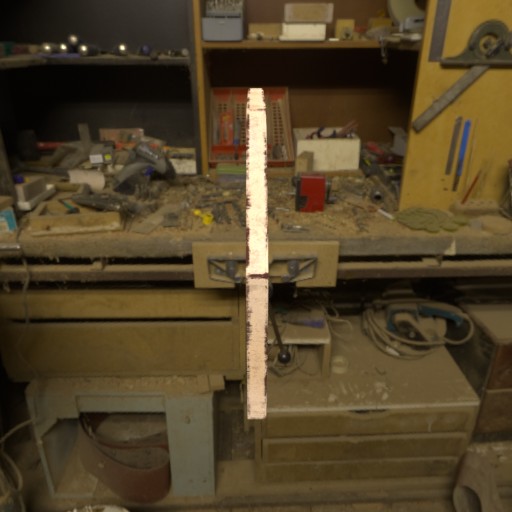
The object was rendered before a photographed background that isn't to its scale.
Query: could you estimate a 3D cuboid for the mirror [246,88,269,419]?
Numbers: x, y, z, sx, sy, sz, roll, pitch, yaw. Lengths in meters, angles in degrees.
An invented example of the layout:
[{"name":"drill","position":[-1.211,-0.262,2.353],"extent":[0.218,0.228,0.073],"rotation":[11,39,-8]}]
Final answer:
[{"name":"mirror","position":[0.000,0.000,0.952],"extent":[0.031,0.648,0.648],"rotation":[0,27,0]}]
